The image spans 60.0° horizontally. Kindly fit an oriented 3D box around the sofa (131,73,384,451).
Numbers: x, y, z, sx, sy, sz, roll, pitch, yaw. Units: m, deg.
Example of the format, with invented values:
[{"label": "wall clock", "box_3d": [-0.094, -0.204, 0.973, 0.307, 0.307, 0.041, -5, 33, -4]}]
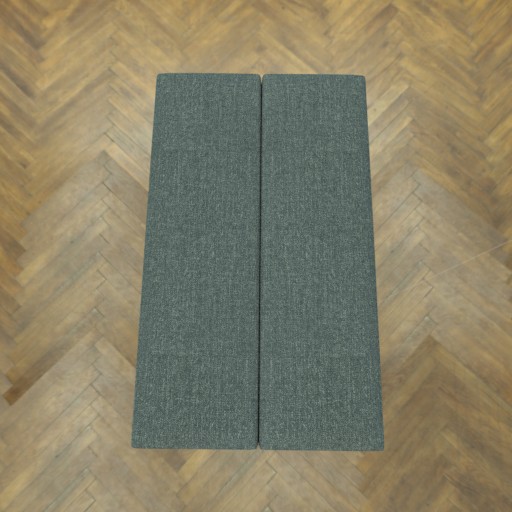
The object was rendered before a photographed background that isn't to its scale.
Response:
[{"label": "sofa", "box_3d": [0.000, 0.000, 1.563, 0.782, 0.417, 1.198, 1, 77, 0]}]
